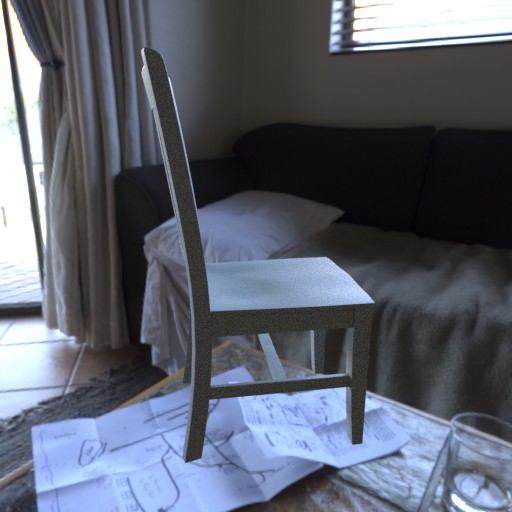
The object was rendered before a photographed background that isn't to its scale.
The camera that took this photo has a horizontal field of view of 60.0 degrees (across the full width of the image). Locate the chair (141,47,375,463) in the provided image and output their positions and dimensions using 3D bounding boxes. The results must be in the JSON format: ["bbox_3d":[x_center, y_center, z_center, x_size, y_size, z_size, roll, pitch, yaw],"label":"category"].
[{"bbox_3d":[0.000,0.000,1.247,0.555,0.998,0.450,-3,17,-9],"label":"chair"}]
